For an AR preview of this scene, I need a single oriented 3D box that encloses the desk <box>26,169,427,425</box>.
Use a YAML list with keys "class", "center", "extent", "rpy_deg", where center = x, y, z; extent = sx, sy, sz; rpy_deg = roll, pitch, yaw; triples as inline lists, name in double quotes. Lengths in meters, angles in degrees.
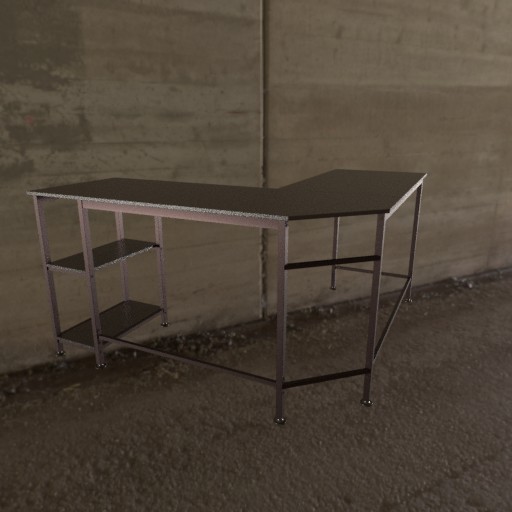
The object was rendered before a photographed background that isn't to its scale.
- class: "desk"
  center: [0.000, 0.000, 2.191]
  extent: [1.379, 0.739, 1.379]
  rpy_deg: [8, 19, 25]
